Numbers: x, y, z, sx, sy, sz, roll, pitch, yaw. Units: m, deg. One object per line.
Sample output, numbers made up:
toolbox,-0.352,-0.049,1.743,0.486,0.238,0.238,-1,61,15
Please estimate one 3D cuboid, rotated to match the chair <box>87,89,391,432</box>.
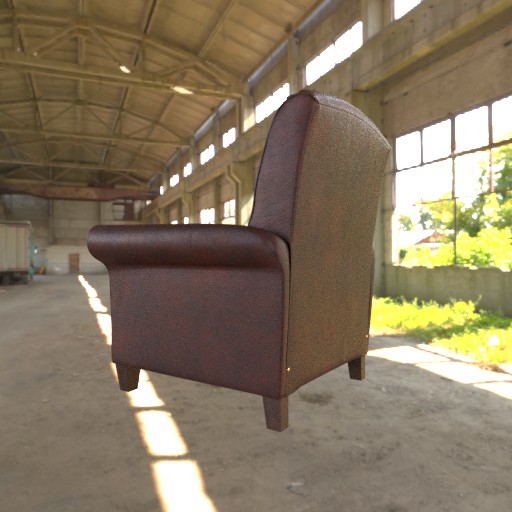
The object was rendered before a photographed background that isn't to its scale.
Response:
chair,0.000,0.000,1.813,0.902,1.061,0.978,0,0,34
